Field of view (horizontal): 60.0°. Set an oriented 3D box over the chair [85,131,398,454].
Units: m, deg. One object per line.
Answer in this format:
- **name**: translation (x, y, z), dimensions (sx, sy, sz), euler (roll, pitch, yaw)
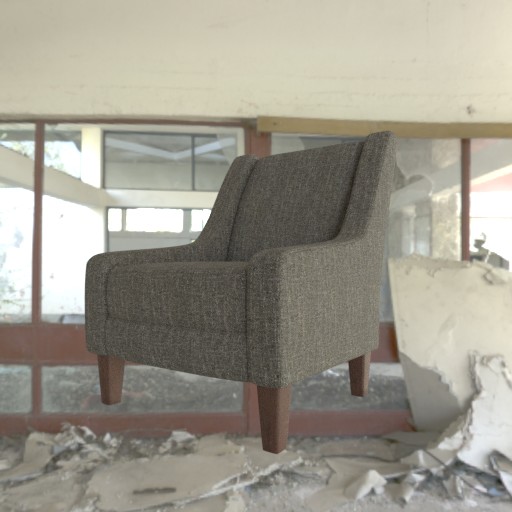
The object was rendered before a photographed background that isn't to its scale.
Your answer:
- **chair**: translation (0.000, 0.000, 1.656), dimensions (0.793, 1.012, 0.944), euler (-1, -1, 35)
